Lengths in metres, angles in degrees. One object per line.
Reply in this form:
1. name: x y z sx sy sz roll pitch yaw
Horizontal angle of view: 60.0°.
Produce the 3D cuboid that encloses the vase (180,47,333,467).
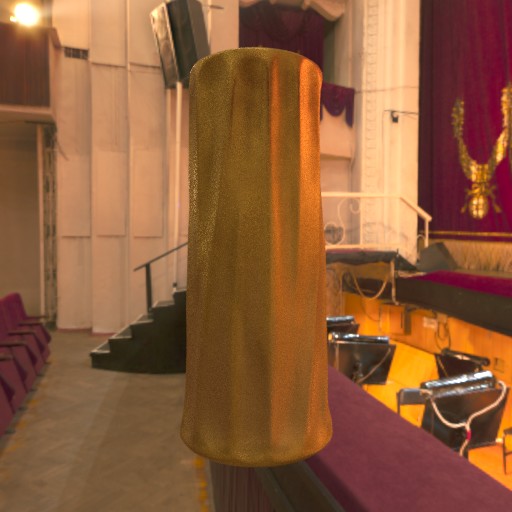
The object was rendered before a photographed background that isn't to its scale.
1. vase: 0.000 0.000 0.177 0.061 0.143 0.061 0 2 0
